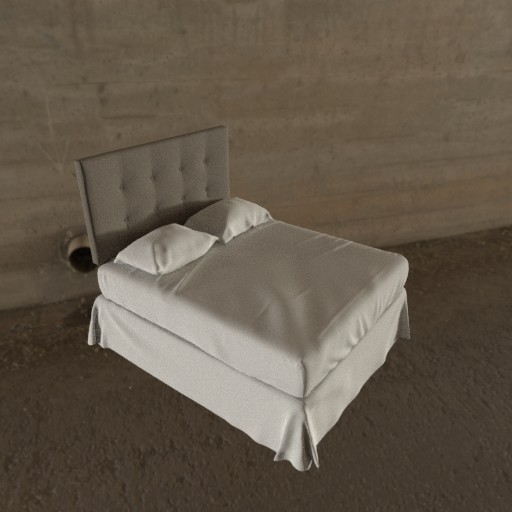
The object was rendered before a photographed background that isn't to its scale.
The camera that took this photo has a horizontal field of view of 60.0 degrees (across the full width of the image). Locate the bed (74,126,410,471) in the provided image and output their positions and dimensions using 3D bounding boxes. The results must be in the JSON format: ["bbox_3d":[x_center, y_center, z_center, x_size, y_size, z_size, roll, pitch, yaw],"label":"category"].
[{"bbox_3d":[0.000,0.000,3.547,2.222,1.577,1.936,19,33,32],"label":"bed"}]
